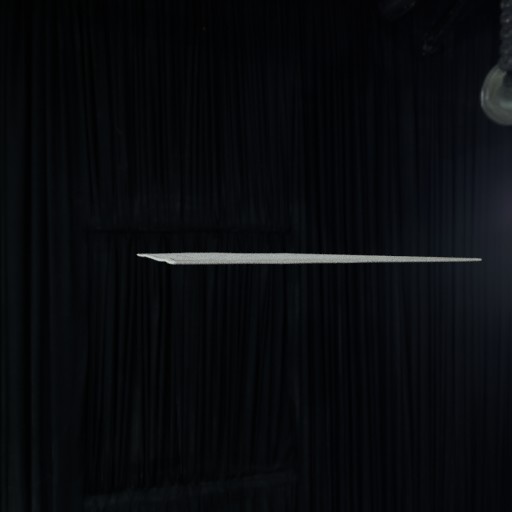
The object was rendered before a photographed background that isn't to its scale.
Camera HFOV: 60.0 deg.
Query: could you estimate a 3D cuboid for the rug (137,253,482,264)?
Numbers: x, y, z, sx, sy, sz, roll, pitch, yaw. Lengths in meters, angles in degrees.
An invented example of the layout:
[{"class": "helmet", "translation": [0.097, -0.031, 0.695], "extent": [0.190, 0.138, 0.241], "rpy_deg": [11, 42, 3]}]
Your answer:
[{"class": "rug", "translation": [0.000, 0.000, 1.069], "extent": [0.511, 0.008, 0.869], "rpy_deg": [0, 1, -18]}]
